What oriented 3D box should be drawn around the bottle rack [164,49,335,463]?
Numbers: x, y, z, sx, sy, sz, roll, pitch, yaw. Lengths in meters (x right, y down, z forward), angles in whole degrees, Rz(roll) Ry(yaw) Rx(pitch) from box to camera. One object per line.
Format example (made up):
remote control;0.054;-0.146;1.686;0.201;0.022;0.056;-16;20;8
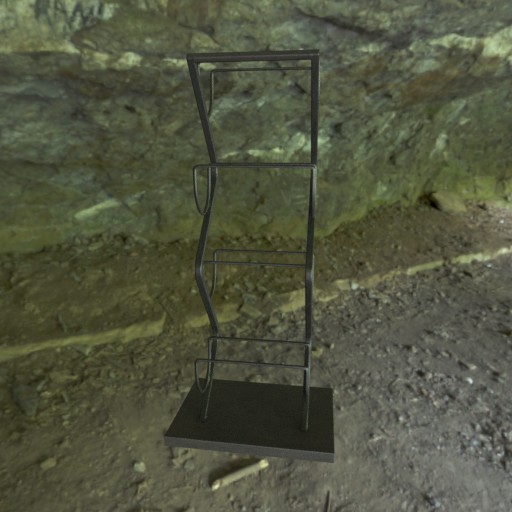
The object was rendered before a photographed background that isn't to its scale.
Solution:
bottle rack;0.000;0.000;0.671;0.254;0.559;0.178;2;14;8
